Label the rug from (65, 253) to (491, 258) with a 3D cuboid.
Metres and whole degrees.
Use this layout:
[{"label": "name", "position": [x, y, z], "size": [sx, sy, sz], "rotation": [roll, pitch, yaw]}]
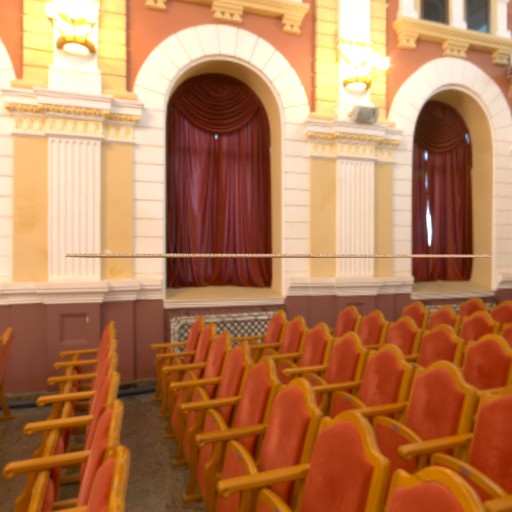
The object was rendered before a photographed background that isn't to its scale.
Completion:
[{"label": "rug", "position": [0.000, 0.000, 4.116], "size": [3.052, 0.030, 2.429], "rotation": [0, 0, -18]}]
